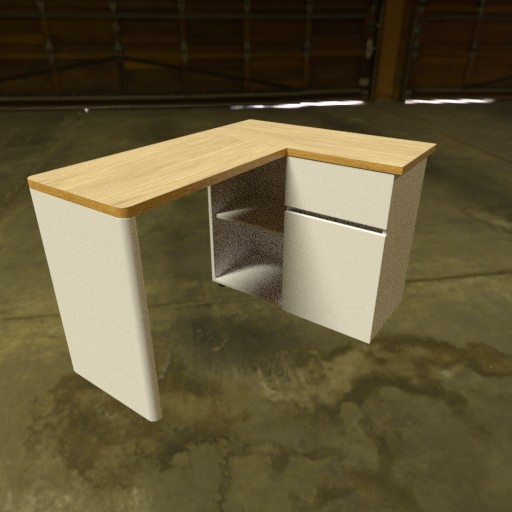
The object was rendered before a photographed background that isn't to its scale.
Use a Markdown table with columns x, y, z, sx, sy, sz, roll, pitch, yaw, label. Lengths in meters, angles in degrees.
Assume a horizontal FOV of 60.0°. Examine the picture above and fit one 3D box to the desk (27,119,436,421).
| x | y | z | sx | sy | sz | roll | pitch | yaw | label |
| --- | --- | --- | --- | --- | --- | --- | --- | --- | --- |
| 0.000 | 0.000 | 1.711 | 0.900 | 0.760 | 1.170 | 18 | 32 | 31 | desk |
